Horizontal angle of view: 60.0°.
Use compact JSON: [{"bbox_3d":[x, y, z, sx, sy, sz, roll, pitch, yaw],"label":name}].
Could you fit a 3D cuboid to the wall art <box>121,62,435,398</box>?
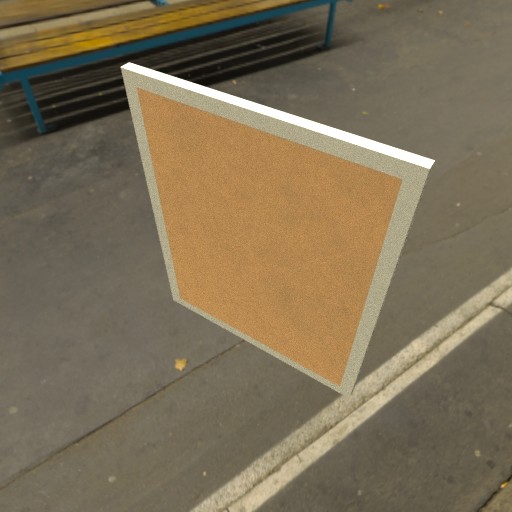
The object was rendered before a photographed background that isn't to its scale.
[{"bbox_3d":[0.000,0.000,1.119,0.661,0.811,0.026,25,52,21],"label":"wall art"}]
